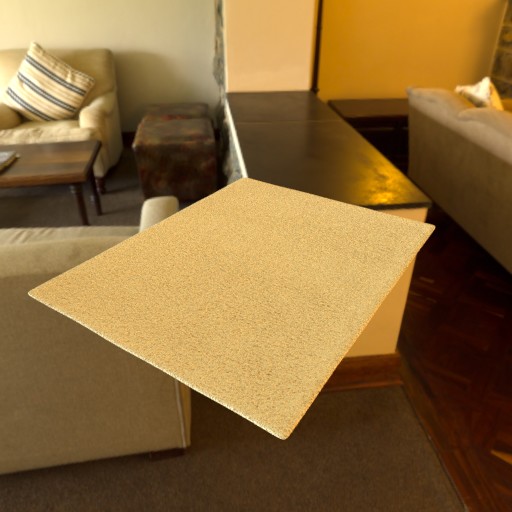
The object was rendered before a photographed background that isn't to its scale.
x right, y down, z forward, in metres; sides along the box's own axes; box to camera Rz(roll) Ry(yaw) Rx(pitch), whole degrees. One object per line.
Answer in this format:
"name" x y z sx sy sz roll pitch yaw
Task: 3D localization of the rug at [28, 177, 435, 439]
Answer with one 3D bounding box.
"rug" 0.000 0.000 4.091 2.438 0.029 3.047 19 36 28
